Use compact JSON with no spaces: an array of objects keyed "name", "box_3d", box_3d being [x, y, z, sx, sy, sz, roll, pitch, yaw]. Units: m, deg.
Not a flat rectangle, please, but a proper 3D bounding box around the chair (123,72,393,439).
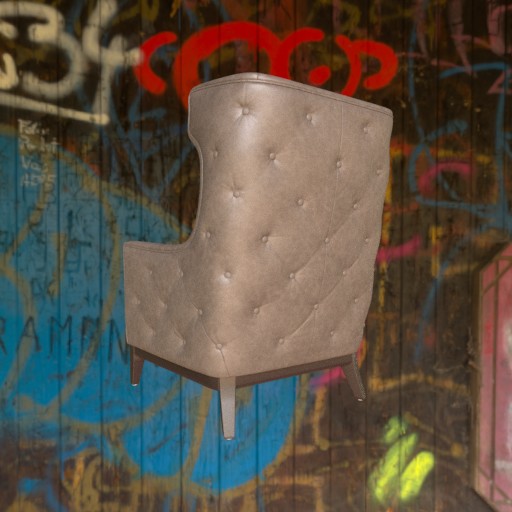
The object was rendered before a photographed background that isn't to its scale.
[{"name":"chair","box_3d":[0.000,0.000,1.709,0.769,1.079,0.899,-1,1,-35]}]
